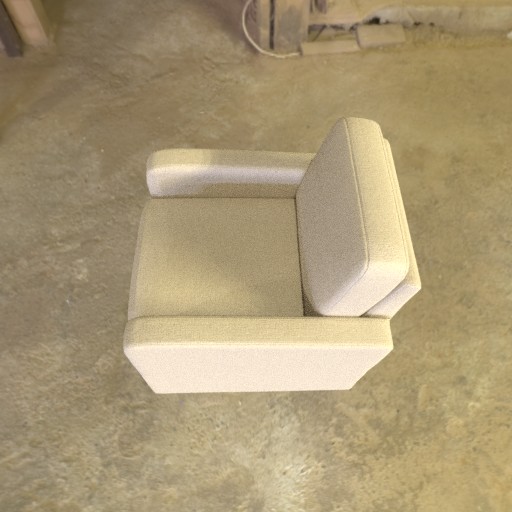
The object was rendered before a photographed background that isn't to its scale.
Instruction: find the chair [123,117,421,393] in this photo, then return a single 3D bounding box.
[{"bbox_3d":[0.000,0.000,1.564,0.888,0.827,0.755,-1,60,-1],"label":"chair"}]
